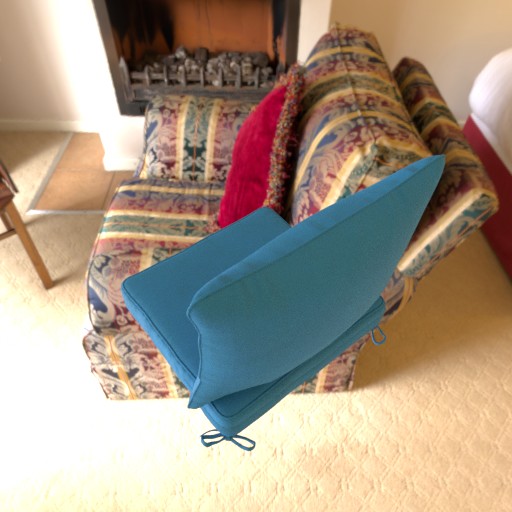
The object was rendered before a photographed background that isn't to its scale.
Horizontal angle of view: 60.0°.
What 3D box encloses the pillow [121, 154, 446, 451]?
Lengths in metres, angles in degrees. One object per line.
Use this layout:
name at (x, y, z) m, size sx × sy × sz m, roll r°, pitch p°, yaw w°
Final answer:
pillow at (0.000, 0.000, 1.352) m, size 0.798 × 0.725 × 0.733 m, roll -30°, pitch 54°, yaw -25°
